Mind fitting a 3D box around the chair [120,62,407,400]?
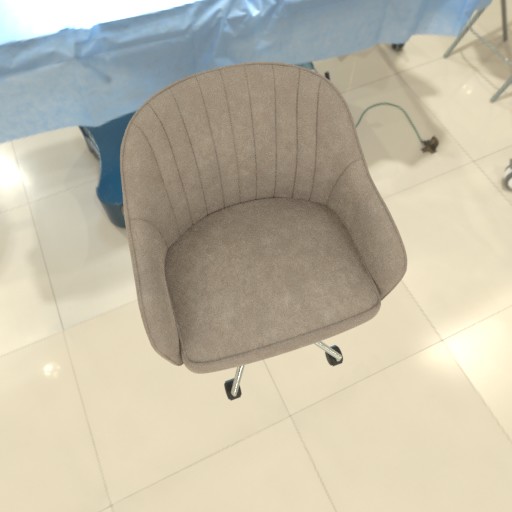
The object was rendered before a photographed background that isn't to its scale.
[{"bbox_3d":[0.000,0.000,1.241,0.635,0.831,0.573,-16,64,-8],"label":"chair"}]
